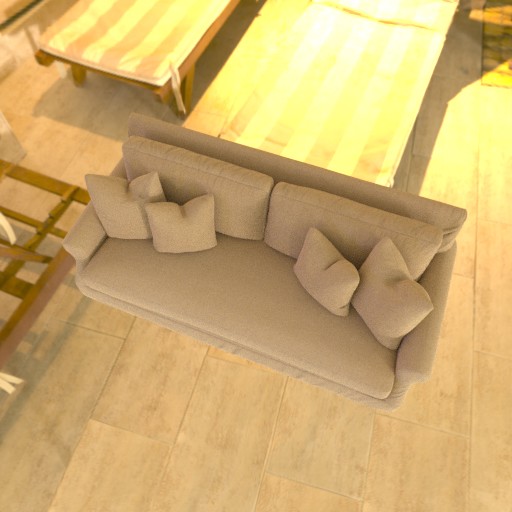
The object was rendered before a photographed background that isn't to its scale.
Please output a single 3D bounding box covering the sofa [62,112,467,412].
[{"bbox_3d":[0.000,0.000,2.764,2.285,0.904,1.067,19,61,11],"label":"sofa"}]
